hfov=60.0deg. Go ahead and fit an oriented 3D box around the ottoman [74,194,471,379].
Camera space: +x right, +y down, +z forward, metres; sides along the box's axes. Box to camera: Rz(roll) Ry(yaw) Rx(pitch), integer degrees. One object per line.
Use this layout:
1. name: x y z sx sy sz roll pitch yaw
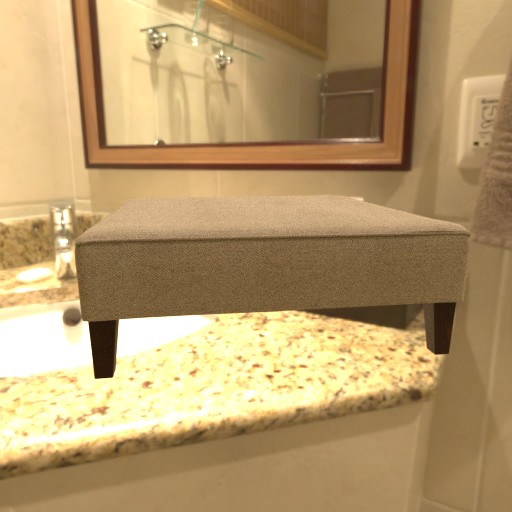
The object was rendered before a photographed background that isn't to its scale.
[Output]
1. ottoman: 0.000 0.000 1.548 0.982 0.381 0.973 -2 13 -9
